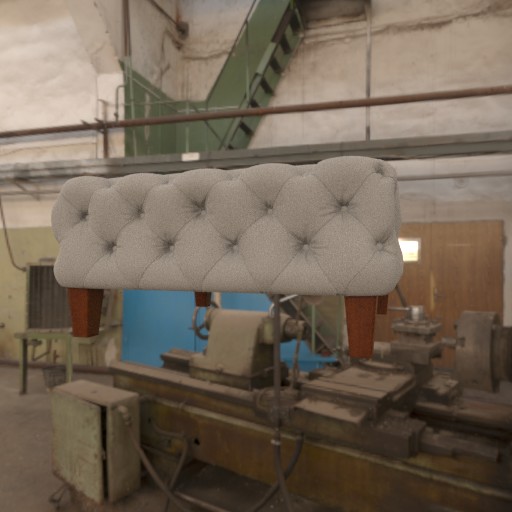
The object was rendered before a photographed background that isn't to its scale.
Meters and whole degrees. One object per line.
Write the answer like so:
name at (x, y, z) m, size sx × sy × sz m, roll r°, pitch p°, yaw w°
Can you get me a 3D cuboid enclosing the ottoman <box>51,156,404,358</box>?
ottoman at (0.000, 0.000, 1.451) m, size 0.917 × 0.439 × 0.911 m, roll 0°, pitch 0°, yaw 19°
